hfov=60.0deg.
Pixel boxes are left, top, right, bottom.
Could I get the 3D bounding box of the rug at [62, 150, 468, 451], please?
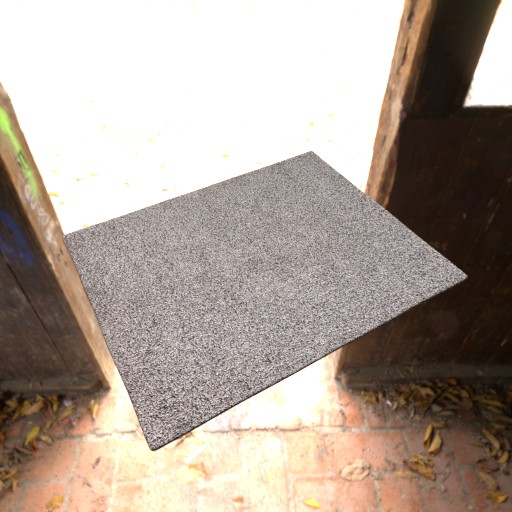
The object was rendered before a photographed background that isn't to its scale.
[{"bbox_3d":[0.000,0.000,4.208,3.047,0.029,2.438,-23,50,-21],"label":"rug"}]
